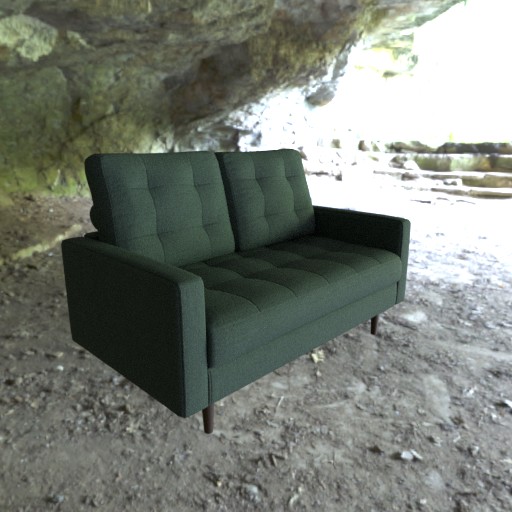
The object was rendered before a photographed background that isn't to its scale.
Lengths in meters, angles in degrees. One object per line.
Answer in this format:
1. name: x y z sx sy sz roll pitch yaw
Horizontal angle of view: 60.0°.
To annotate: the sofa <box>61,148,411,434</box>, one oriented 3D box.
1. sofa: 0.000 0.000 1.978 0.842 0.907 1.407 14 21 43
